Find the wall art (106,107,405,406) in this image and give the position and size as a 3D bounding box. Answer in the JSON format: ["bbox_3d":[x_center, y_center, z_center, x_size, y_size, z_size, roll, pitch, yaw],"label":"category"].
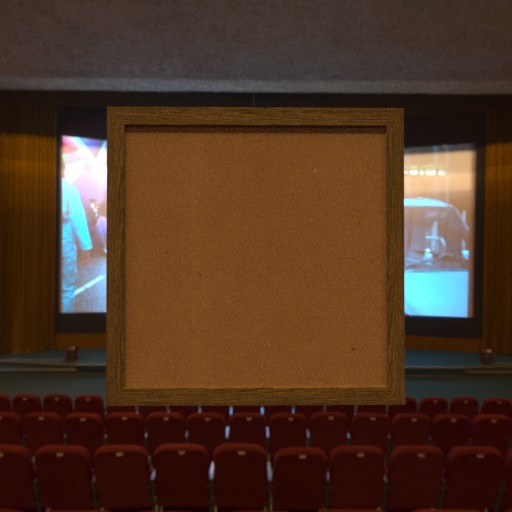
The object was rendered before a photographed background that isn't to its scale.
[{"bbox_3d":[0.000,0.000,0.765,0.508,0.508,0.019,0,-1,-1],"label":"wall art"}]
